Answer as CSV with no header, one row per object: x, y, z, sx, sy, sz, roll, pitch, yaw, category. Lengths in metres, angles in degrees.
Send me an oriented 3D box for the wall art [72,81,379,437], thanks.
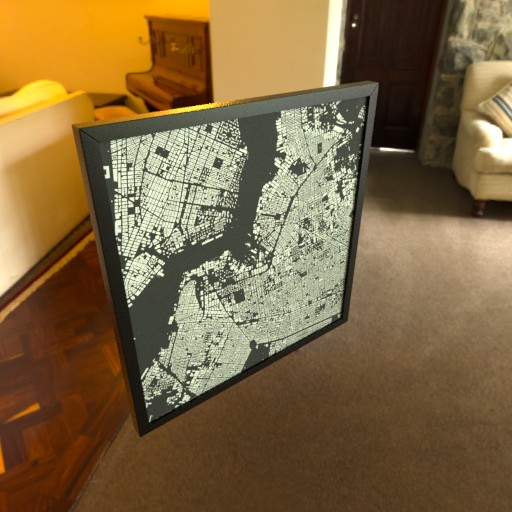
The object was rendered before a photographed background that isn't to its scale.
0.000,0.000,1.121,0.755,0.761,0.038,-21,36,-32,wall art
